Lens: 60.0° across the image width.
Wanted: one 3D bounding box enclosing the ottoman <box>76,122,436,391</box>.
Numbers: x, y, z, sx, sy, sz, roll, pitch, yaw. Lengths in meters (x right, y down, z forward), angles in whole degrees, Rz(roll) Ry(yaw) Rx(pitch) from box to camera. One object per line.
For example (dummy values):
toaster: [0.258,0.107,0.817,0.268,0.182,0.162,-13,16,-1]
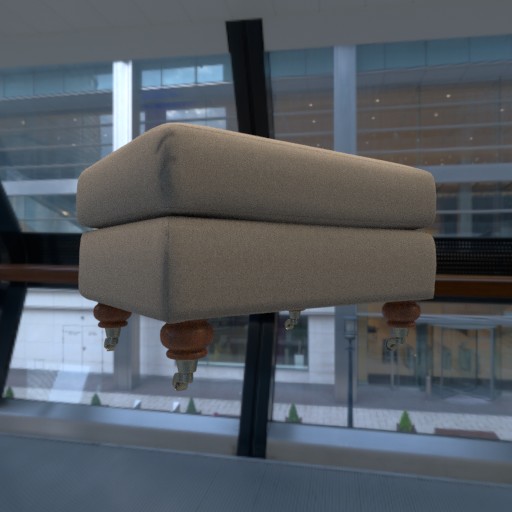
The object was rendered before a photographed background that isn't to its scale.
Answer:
ottoman: [0.000,0.000,1.135,0.773,0.497,0.574,0,0,-35]
